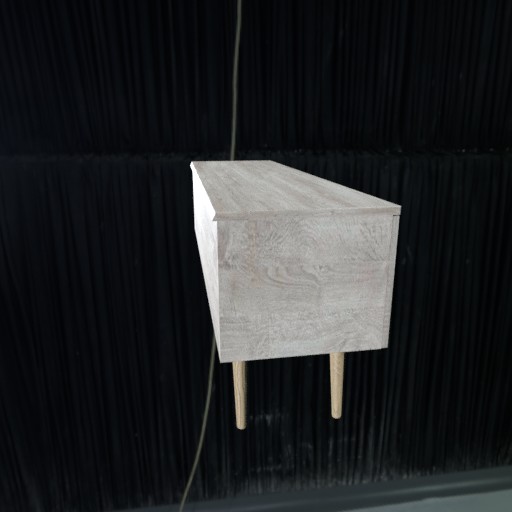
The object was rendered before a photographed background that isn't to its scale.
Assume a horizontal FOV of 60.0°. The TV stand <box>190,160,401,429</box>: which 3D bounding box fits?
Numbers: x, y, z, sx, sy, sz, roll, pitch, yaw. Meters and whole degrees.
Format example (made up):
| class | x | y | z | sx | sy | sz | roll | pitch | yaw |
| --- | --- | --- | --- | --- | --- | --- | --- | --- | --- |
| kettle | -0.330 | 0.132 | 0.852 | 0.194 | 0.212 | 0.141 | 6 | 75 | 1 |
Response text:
| class | x | y | z | sx | sy | sz | roll | pitch | yaw |
| --- | --- | --- | --- | --- | --- | --- | --- | --- | --- |
| TV stand | 0.000 | 0.000 | 1.563 | 0.401 | 0.565 | 1.313 | -3 | 16 | -10 |
